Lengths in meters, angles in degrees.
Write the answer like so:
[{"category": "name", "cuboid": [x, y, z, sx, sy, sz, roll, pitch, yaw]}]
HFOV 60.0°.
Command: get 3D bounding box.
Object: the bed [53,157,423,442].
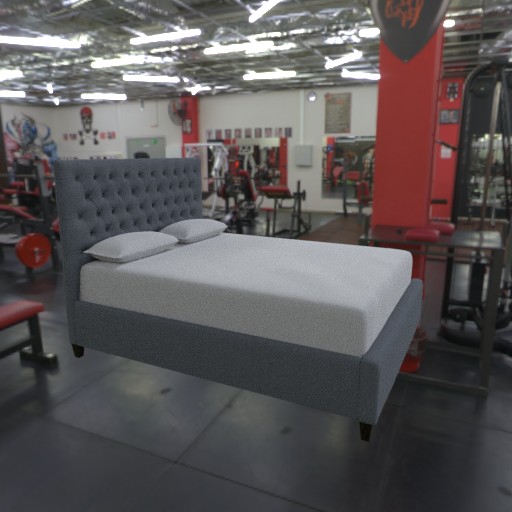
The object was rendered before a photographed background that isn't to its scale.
[{"category": "bed", "cuboid": [0.000, 0.000, 3.337, 2.231, 1.427, 1.698, 7, 15, 27]}]
